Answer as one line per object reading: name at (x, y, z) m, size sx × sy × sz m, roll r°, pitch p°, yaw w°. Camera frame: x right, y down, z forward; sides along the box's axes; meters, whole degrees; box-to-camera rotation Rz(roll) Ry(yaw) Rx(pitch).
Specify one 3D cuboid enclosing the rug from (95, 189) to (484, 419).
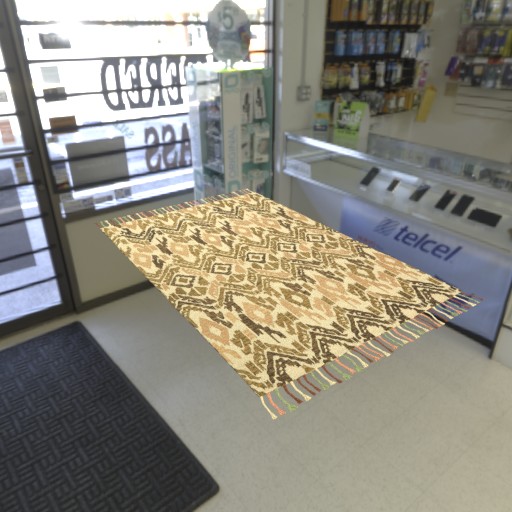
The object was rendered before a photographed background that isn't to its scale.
rug at (0.000, 0.000, 3.044) m, size 1.524 × 0.008 × 2.438 m, roll -18°, pitch 32°, yaw -31°
